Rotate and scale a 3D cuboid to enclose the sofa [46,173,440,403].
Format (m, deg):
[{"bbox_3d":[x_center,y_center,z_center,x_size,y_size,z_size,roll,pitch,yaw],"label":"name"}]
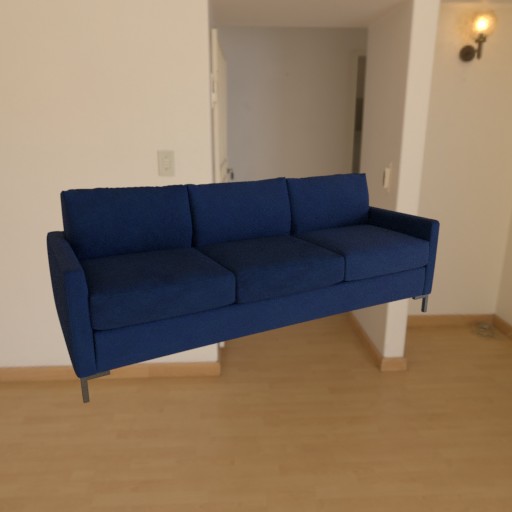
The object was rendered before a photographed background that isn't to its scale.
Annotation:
[{"bbox_3d":[0.000,0.000,2.693,2.252,0.879,0.875,-8,18,-27],"label":"sofa"}]
